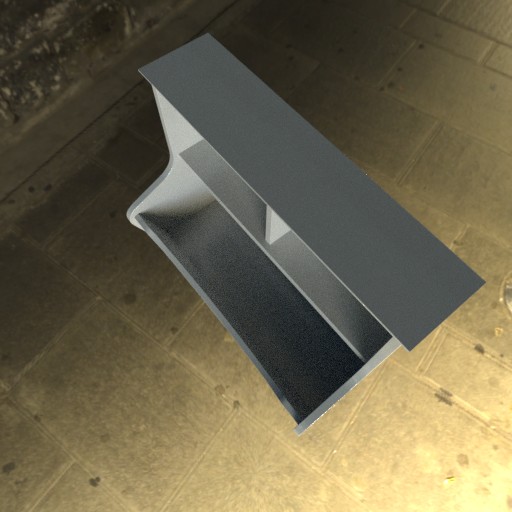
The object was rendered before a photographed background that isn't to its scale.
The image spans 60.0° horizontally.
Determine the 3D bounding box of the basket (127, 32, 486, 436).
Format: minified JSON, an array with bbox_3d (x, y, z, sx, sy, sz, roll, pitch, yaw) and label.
[{"bbox_3d":[0.000,0.000,1.086,0.350,0.600,0.780,-36,69,-16],"label":"basket"}]
